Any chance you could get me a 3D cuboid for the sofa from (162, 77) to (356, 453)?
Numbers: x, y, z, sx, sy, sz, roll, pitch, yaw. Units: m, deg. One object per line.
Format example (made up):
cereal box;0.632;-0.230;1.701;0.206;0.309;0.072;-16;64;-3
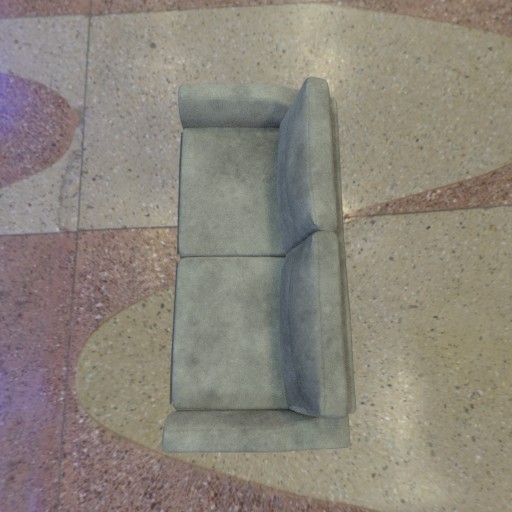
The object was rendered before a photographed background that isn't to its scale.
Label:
sofa;0.000;0.000;2.290;0.849;0.859;1.837;0;75;0
